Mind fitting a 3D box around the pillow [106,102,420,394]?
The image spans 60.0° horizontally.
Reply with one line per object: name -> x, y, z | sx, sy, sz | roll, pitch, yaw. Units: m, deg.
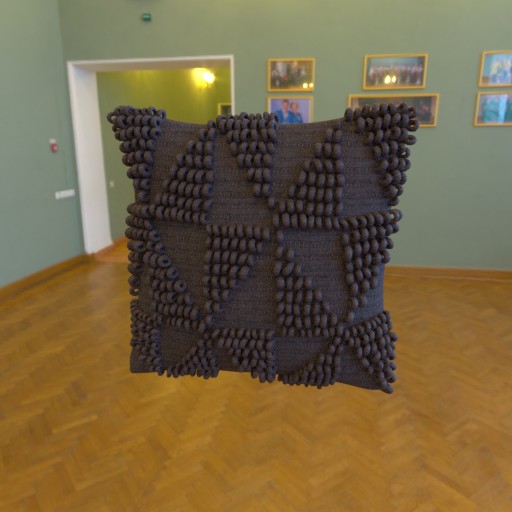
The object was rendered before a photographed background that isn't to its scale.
pillow -> 0.000, 0.000, 0.715 | 0.470, 0.467, 0.172 | 2, 15, 8
